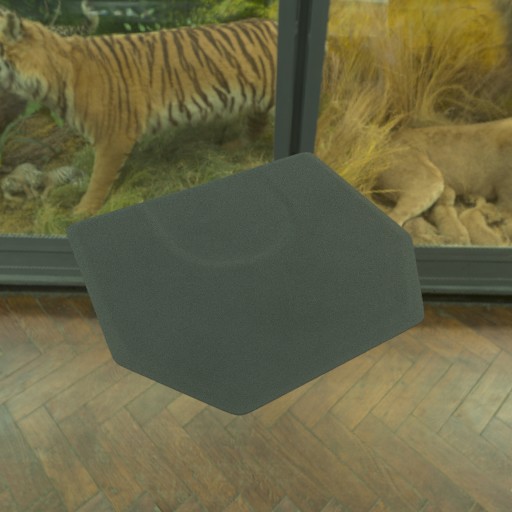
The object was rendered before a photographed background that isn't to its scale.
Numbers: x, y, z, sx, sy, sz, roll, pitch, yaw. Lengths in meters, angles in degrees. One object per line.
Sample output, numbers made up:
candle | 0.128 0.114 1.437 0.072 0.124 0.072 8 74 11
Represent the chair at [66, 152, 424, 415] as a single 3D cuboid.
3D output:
chair | 0.000 0.000 1.913 1.372 0.024 1.219 -21 48 -20
